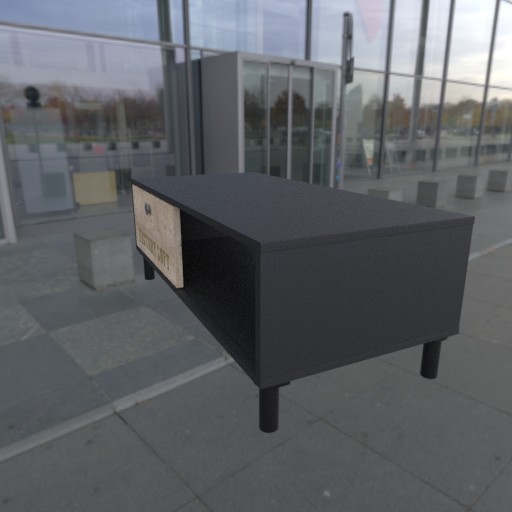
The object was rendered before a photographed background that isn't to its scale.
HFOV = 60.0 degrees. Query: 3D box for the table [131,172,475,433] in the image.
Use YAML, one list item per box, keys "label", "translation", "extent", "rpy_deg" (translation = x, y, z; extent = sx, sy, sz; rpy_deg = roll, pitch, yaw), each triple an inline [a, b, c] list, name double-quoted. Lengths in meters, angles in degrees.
- label: "table"
  translation: [0.000, 0.000, 1.386]
  extent: [0.550, 0.400, 1.100]
  rpy_deg: [-8, 18, -25]
